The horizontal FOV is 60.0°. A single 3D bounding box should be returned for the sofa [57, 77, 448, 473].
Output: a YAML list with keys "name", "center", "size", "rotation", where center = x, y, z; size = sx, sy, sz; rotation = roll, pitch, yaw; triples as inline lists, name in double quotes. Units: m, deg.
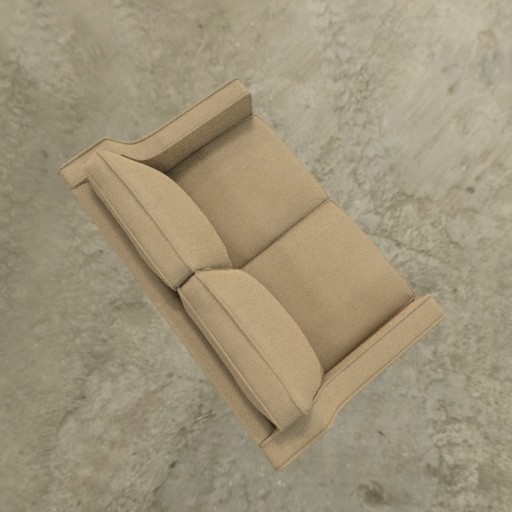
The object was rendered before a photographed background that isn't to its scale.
- name: "sofa"
  center: [0.000, 0.000, 2.131]
  size: [0.987, 0.971, 1.501]
  rotation: [-37, 79, -9]
